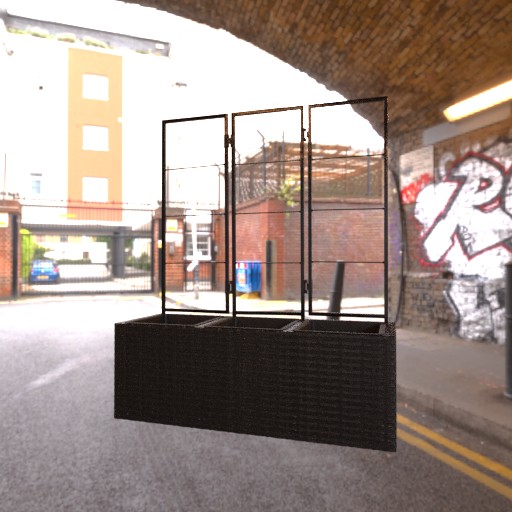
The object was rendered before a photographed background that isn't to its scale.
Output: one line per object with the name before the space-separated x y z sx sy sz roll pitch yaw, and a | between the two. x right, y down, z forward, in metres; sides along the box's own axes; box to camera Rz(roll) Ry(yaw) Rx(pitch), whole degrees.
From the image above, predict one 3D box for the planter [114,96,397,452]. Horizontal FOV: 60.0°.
planter | 0.000 0.000 1.161 0.698 0.841 0.244 0 -1 17
